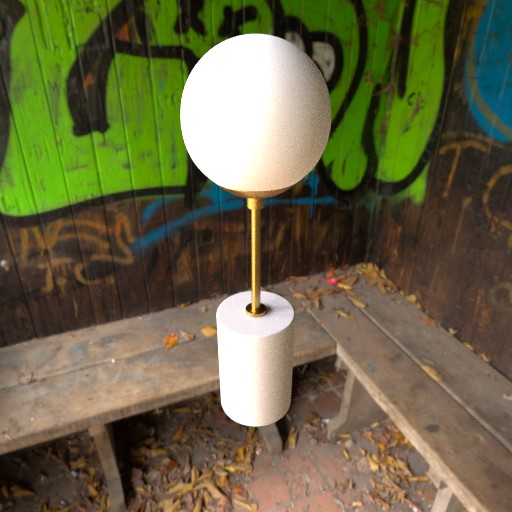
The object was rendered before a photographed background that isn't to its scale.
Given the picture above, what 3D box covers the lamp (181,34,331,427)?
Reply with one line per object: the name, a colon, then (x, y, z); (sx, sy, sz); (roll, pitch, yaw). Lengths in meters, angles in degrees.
lamp: (0.000, 0.000, 0.536); (0.153, 0.480, 0.153); (0, 29, 0)
